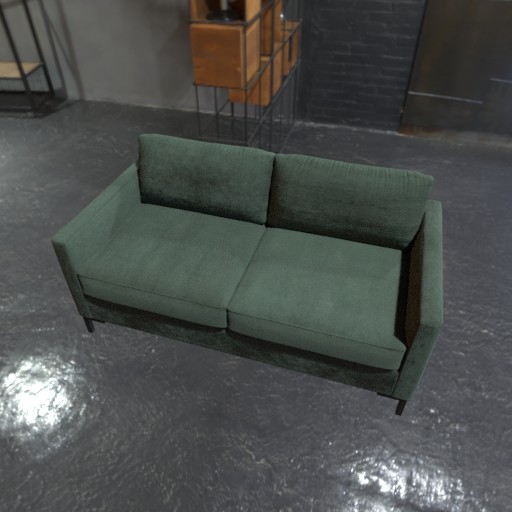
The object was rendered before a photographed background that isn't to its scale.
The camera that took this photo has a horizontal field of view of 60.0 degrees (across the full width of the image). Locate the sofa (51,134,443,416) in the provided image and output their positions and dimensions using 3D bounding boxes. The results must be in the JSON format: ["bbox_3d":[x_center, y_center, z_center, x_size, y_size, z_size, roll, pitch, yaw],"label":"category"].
[{"bbox_3d":[0.000,0.000,2.190,1.676,0.817,0.875,11,41,13],"label":"sofa"}]
